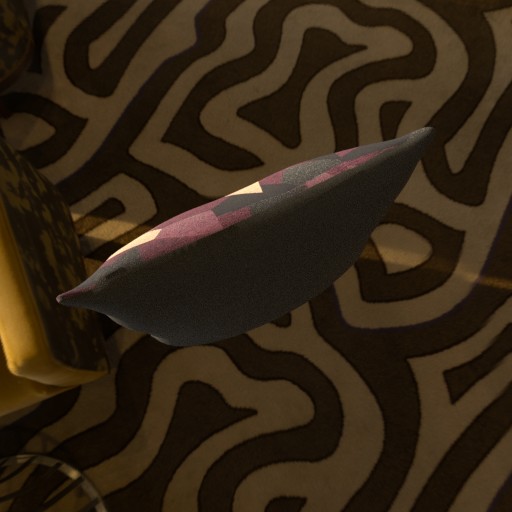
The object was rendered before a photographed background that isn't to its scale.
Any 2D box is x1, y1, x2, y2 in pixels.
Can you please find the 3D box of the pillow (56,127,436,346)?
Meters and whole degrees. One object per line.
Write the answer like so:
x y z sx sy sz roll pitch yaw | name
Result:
0.000 0.000 0.751 0.503 0.496 0.208 -25 76 -6 | pillow
